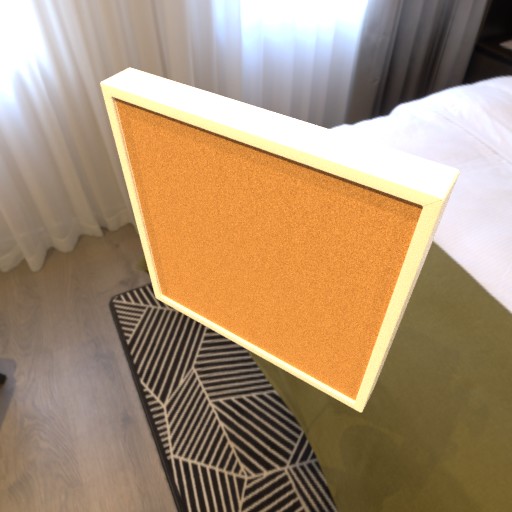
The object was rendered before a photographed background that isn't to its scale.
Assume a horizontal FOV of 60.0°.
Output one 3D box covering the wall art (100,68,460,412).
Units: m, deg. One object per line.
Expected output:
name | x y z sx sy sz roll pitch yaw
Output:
wall art | 0.000 0.000 0.455 0.305 0.305 0.038 25 51 22
